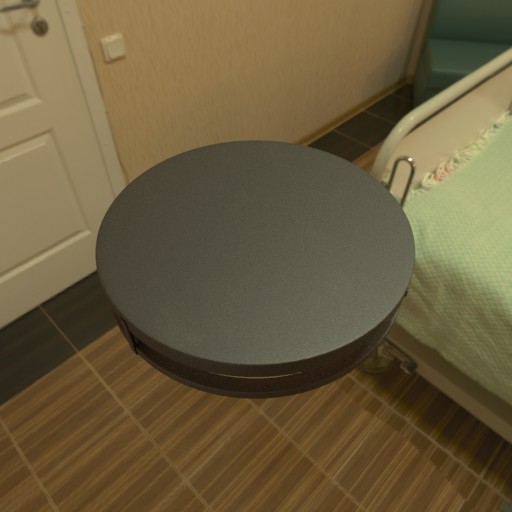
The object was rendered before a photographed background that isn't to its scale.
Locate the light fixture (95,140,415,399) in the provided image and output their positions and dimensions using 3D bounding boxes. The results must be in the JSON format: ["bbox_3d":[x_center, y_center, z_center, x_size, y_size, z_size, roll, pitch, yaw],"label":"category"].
[{"bbox_3d":[0.000,0.000,0.541,0.356,0.102,0.356,0,47,0],"label":"light fixture"}]
